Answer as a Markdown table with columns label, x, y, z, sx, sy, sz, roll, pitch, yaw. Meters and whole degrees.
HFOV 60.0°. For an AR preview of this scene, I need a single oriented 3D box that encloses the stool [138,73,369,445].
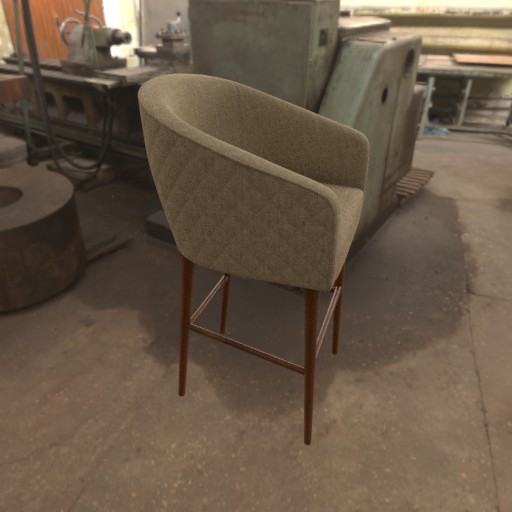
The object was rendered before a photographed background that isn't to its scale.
| label | x | y | z | sx | sy | sz | roll | pitch | yaw |
| --- | --- | --- | --- | --- | --- | --- | --- | --- | --- |
| stool | 0.000 | 0.000 | 1.456 | 0.607 | 1.078 | 0.559 | 10 | 32 | 17 |
